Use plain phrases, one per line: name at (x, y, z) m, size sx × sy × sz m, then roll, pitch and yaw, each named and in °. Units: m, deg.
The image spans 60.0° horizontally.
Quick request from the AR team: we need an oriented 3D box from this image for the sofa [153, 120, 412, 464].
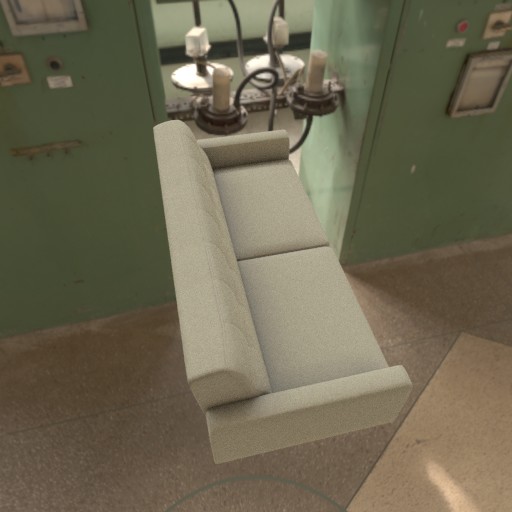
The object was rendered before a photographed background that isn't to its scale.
sofa at (0.000, 0.000, 2.703) m, size 0.980 × 0.892 × 2.137 m, roll -10°, pitch 49°, yaw -9°
